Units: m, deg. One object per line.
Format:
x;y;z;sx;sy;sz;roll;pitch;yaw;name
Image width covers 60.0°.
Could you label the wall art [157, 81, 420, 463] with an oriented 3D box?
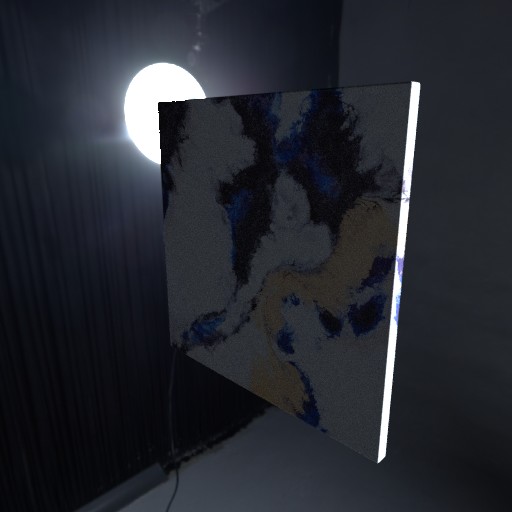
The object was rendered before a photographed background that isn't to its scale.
0.000;0.000;1.289;0.887;0.885;0.038;15;22;43;wall art
